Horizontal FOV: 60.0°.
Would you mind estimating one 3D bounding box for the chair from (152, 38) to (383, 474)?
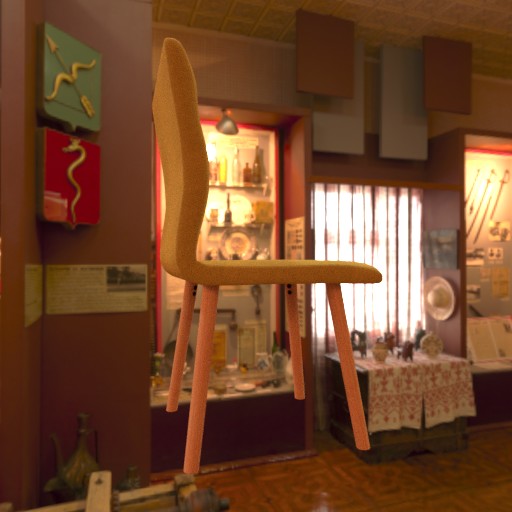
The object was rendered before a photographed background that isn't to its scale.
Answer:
[{"bbox_3d":[0.000,0.000,1.254,0.550,0.965,0.450,0,-1,-17],"label":"chair"}]
